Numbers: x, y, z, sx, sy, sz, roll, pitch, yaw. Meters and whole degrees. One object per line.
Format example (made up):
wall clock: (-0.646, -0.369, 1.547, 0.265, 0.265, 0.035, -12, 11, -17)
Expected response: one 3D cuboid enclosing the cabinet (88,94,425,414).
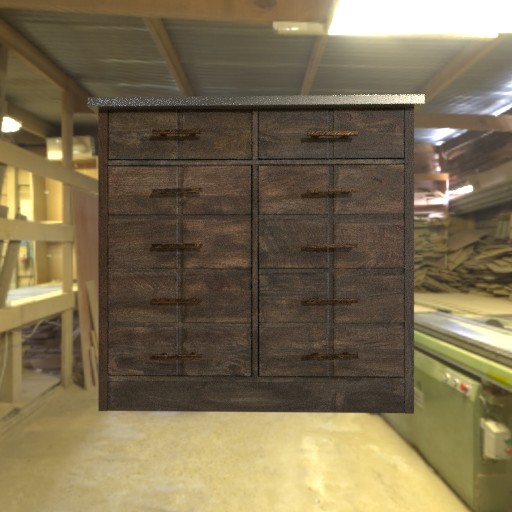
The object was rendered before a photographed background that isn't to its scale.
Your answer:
cabinet: (0.000, 0.000, 1.435, 0.968, 0.919, 0.338, 0, 0, 1)
